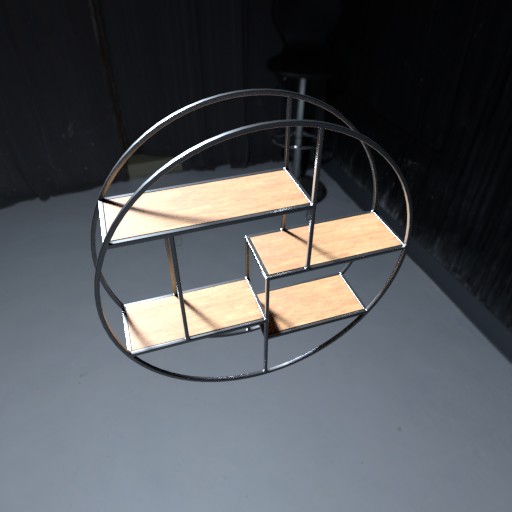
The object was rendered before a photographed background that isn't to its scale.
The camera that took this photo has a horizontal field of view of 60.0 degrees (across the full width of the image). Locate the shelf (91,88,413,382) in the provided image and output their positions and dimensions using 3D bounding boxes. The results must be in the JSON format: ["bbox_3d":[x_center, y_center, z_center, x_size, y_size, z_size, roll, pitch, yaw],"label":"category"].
[{"bbox_3d":[0.000,0.000,1.280,0.888,0.888,0.202,-12,42,-14],"label":"shelf"}]
